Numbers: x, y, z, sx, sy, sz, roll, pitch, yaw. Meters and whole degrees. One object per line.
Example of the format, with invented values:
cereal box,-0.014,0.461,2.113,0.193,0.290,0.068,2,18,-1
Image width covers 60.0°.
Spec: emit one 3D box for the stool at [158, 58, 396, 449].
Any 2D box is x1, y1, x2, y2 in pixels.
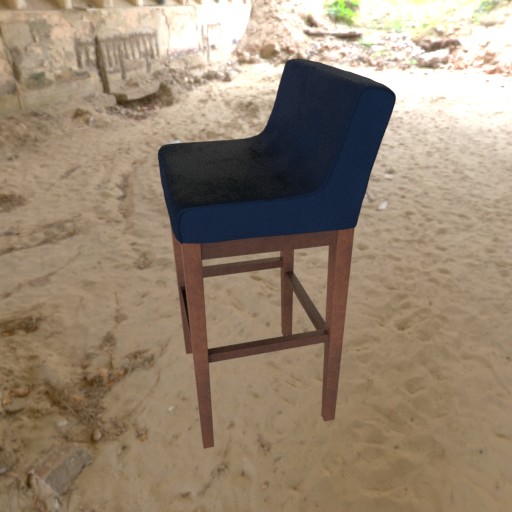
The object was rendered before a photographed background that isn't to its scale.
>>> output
stool,0.000,0.000,1.329,0.500,1.037,0.511,-8,31,-13
